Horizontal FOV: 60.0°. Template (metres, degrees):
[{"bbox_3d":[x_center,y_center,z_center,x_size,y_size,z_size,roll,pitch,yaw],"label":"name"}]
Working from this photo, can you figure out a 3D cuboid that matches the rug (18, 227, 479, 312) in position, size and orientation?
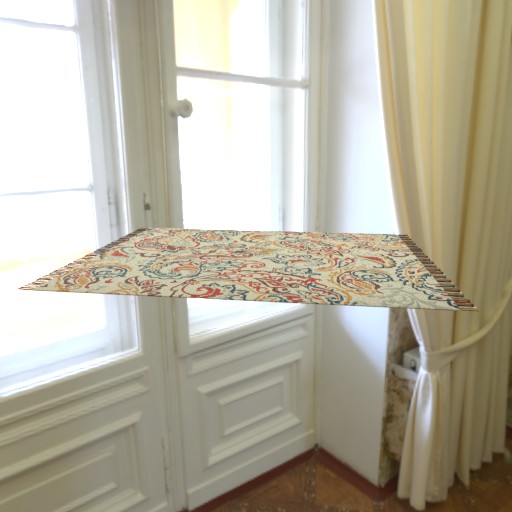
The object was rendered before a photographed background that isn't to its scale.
[{"bbox_3d":[0.000,0.000,4.276,3.274,0.015,2.439,2,15,7],"label":"rug"}]
